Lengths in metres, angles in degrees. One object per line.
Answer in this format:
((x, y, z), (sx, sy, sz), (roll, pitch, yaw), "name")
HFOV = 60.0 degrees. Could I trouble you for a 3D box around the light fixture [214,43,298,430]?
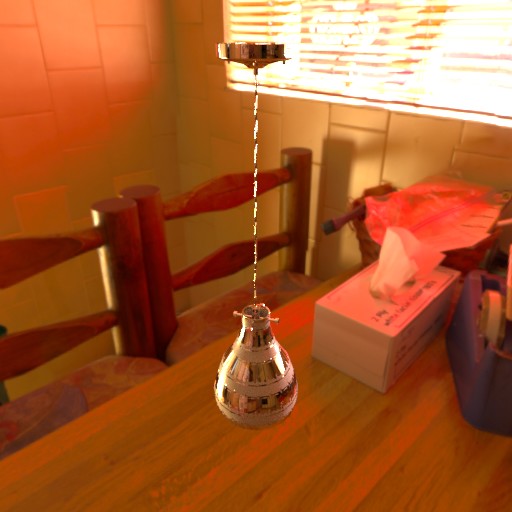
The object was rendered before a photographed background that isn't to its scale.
((0.000, 0.000, 1.684), (0.374, 1.457, 0.374), (7, 28, 14), "light fixture")
